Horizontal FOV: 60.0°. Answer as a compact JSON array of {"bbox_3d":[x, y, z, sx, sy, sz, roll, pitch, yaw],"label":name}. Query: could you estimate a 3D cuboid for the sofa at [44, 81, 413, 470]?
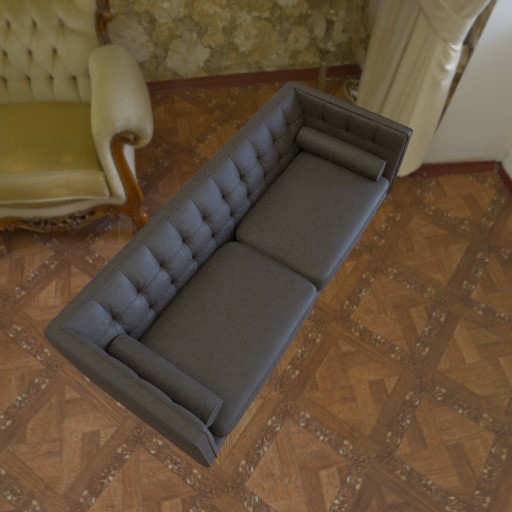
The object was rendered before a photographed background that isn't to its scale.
[{"bbox_3d":[0.000,0.000,2.539,0.867,0.789,2.087,29,62,17],"label":"sofa"}]
